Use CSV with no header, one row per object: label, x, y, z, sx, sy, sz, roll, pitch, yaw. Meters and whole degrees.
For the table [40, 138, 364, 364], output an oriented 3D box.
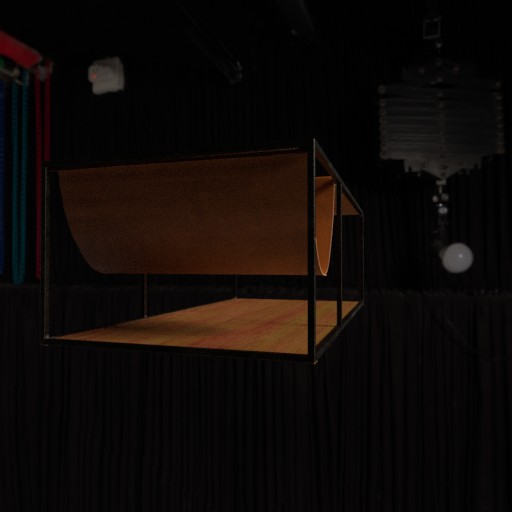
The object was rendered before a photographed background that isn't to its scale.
table,0.000,0.000,1.439,0.597,0.403,1.199,0,-1,18
